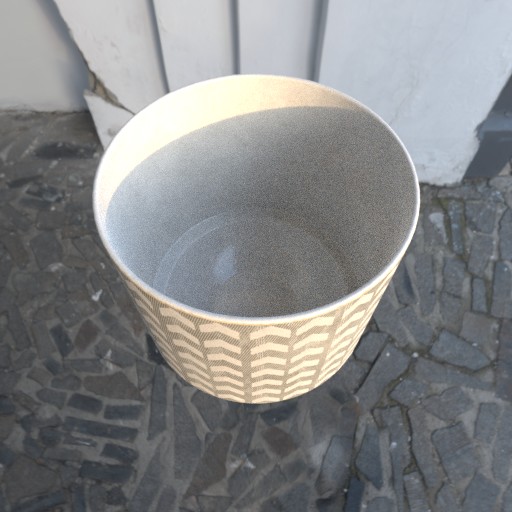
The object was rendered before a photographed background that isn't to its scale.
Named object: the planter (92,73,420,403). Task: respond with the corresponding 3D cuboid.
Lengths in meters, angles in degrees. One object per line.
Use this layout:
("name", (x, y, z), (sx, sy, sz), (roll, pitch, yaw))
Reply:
("planter", (0.000, 0.000, 0.337), (0.190, 0.181, 0.190), (0, 58, 0))
